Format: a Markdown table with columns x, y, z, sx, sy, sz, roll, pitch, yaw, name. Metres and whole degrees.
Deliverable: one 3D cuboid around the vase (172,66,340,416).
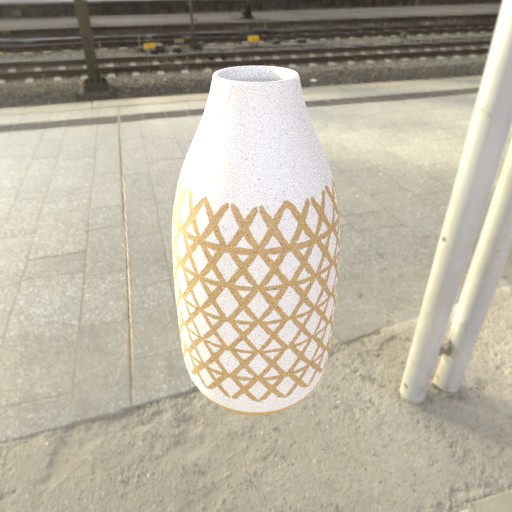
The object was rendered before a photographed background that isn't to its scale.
| x | y | z | sx | sy | sz | roll | pitch | yaw | name |
| --- | --- | --- | --- | --- | --- | --- | --- | --- | --- |
| 0.000 | 0.000 | 0.490 | 0.186 | 0.380 | 0.186 | 0 | 33 | 0 | vase |
